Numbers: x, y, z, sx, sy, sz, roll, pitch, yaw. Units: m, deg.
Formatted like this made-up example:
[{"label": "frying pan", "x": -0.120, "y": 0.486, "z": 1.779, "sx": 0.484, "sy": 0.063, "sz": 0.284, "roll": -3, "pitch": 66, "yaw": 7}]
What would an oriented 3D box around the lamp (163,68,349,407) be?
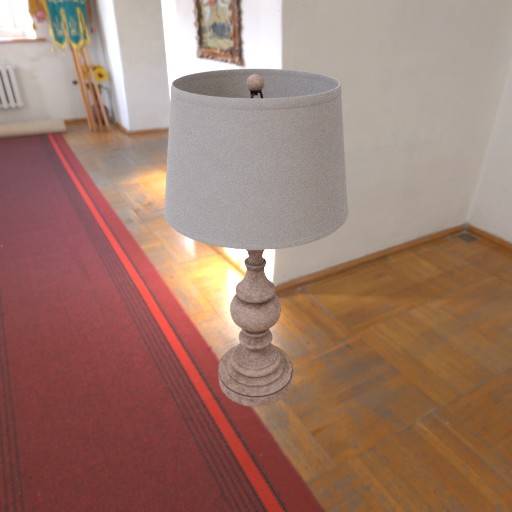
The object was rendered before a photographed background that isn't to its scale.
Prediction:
[{"label": "lamp", "x": 0.000, "y": 0.000, "z": 0.884, "sx": 0.340, "sy": 0.678, "sz": 0.340, "roll": 0, "pitch": 31, "yaw": 0}]
